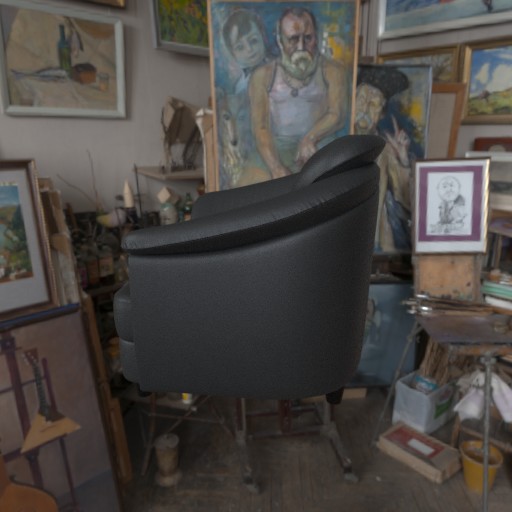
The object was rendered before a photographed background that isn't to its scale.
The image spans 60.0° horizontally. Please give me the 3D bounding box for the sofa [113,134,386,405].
[{"bbox_3d":[0.000,0.000,1.534,0.794,0.811,0.870,2,15,8],"label":"sofa"}]
